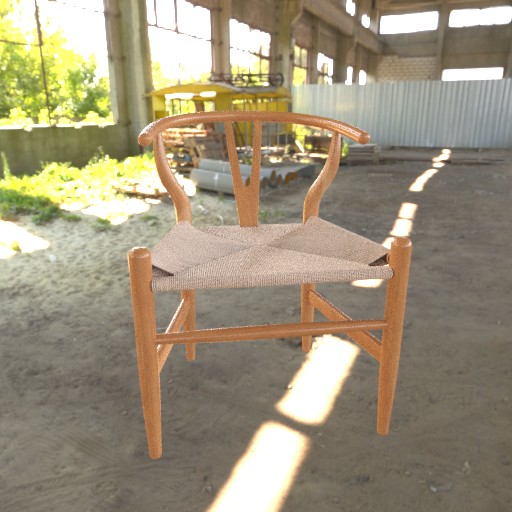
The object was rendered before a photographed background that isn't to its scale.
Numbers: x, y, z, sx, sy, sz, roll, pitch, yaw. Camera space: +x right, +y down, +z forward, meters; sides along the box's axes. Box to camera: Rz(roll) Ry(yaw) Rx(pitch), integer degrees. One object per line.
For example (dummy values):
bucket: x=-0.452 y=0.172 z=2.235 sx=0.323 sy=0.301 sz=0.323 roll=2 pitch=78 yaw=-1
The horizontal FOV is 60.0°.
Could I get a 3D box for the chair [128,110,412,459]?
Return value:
chair: x=0.000 y=0.000 z=1.158 sx=0.569 sy=0.730 sz=0.579 roll=-3 pitch=17 yaw=-8
